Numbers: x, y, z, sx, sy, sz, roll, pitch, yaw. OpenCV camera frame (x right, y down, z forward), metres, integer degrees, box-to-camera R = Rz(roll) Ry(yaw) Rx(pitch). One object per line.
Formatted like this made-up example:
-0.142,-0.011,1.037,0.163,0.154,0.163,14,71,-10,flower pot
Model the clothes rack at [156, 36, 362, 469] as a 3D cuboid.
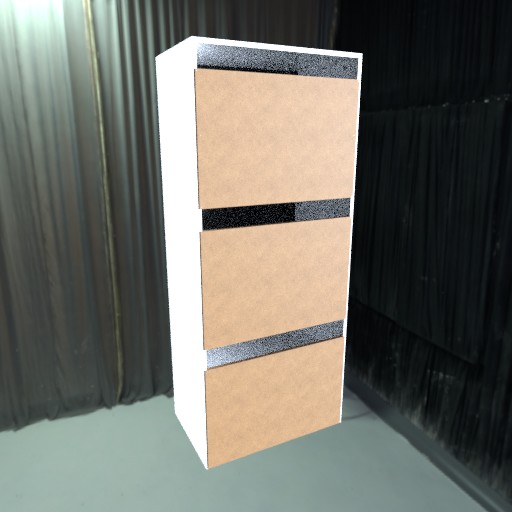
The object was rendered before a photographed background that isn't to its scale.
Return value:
0.000,0.000,1.423,0.500,1.187,0.330,-8,17,-26,clothes rack
